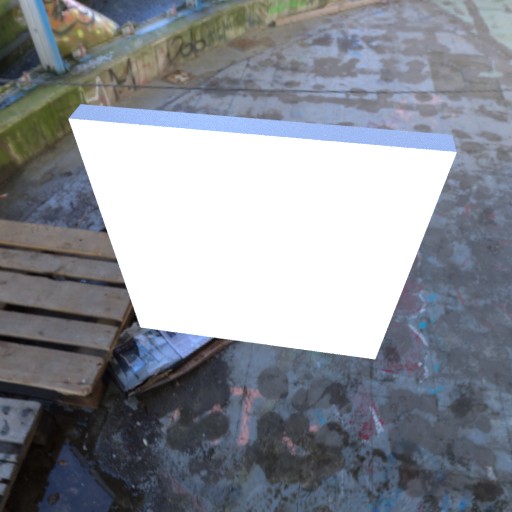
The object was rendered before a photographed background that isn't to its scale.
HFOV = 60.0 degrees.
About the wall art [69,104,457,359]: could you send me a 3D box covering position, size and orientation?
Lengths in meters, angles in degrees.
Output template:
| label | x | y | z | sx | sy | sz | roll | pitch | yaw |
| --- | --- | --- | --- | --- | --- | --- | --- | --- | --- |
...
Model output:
| label | x | y | z | sx | sy | sz | roll | pitch | yaw |
| --- | --- | --- | --- | --- | --- | --- | --- | --- | --- |
| wall art | 0.000 | 0.000 | 0.541 | 0.355 | 0.355 | 0.027 | 7 | 48 | 6 |
